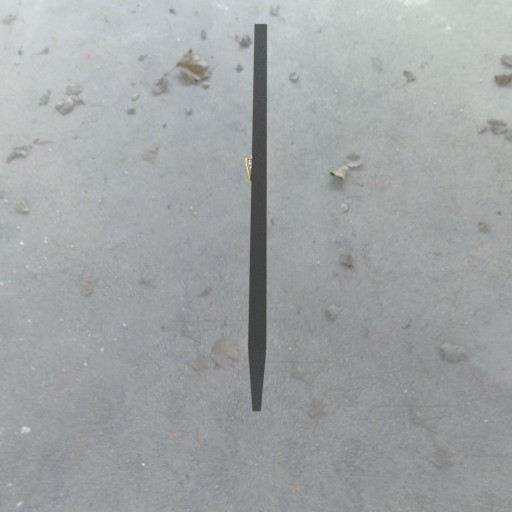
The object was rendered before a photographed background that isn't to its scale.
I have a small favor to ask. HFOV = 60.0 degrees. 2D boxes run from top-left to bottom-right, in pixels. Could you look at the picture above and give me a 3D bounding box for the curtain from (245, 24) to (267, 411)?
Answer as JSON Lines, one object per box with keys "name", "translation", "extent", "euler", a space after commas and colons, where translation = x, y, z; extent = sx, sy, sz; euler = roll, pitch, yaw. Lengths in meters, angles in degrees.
{"name": "curtain", "translation": [0.000, 0.000, 0.817], "extent": [0.027, 0.585, 0.483], "euler": [1, 65, 0]}
